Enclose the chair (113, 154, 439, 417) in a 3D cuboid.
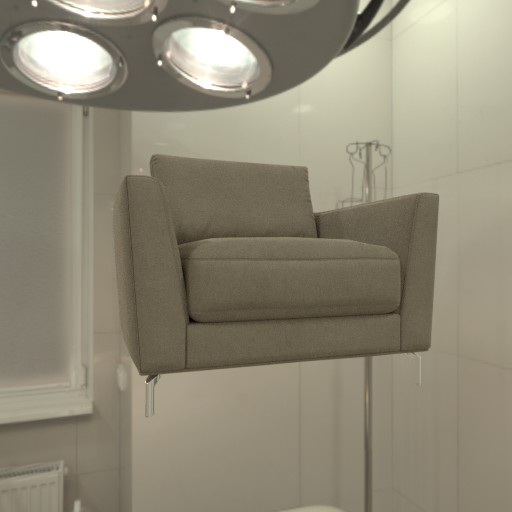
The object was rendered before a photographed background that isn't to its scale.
[{"bbox_3d":[0.000,0.000,1.705,1.041,0.864,0.889,0,0,-20],"label":"chair"}]
